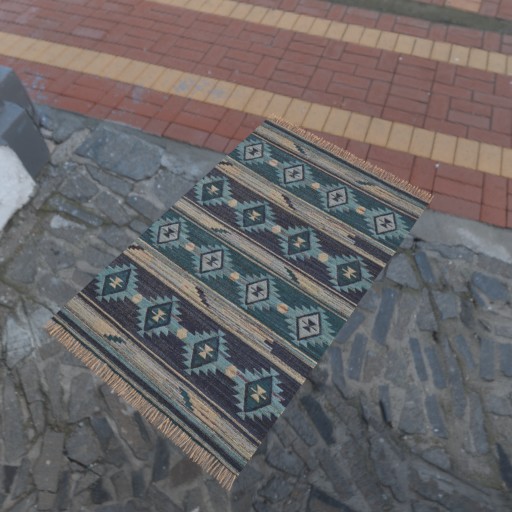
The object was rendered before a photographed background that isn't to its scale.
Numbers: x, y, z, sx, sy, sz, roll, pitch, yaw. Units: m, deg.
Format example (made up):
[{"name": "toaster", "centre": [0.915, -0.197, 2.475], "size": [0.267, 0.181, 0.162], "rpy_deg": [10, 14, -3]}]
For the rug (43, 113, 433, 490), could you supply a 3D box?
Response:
[{"name": "rug", "centre": [0.000, 0.000, 2.384], "size": [1.181, 0.028, 1.936], "rpy_deg": [33, 64, 19]}]
